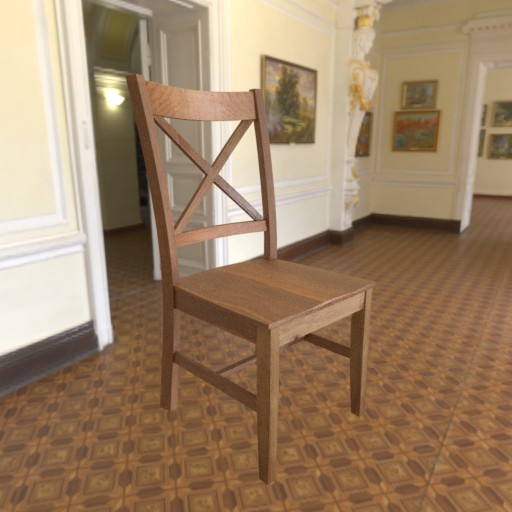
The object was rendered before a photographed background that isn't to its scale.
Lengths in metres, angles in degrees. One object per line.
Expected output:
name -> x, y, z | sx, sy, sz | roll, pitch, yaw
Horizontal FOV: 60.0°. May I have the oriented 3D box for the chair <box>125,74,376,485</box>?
chair -> 0.000, 0.000, 1.285 | 0.485, 0.983, 0.542 | -13, 19, -43
